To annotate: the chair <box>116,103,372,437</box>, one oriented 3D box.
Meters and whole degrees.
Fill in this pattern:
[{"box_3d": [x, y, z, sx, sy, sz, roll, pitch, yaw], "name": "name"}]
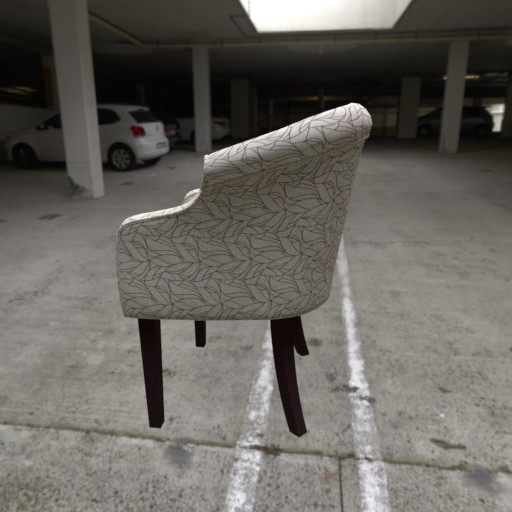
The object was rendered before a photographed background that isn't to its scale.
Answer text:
[{"box_3d": [0.000, 0.000, 1.326, 0.613, 0.858, 0.686, 2, 15, 7], "name": "chair"}]
